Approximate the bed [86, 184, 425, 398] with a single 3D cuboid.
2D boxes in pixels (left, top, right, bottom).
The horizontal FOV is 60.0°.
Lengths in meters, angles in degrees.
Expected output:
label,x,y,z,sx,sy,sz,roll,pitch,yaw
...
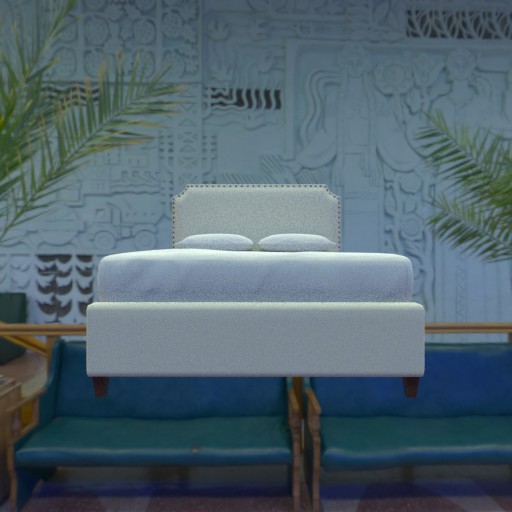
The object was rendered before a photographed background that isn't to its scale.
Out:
label,x,y,z,sx,sy,sz,roll,pitch,yaw
bed,0.000,0.000,3.367,1.703,1.415,2.329,0,0,0
